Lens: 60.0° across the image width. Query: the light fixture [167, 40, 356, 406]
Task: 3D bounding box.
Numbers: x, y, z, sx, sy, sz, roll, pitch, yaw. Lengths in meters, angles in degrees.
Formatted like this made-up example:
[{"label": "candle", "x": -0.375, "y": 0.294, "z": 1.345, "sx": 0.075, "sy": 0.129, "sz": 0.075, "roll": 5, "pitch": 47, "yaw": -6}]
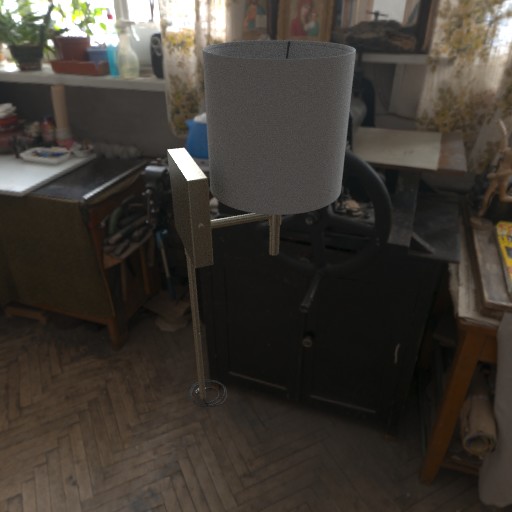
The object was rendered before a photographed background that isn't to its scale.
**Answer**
[{"label": "light fixture", "x": 0.000, "y": 0.000, "z": 0.693, "sx": 0.248, "sy": 0.589, "sz": 0.188, "roll": -11, "pitch": 33, "yaw": -18}]
